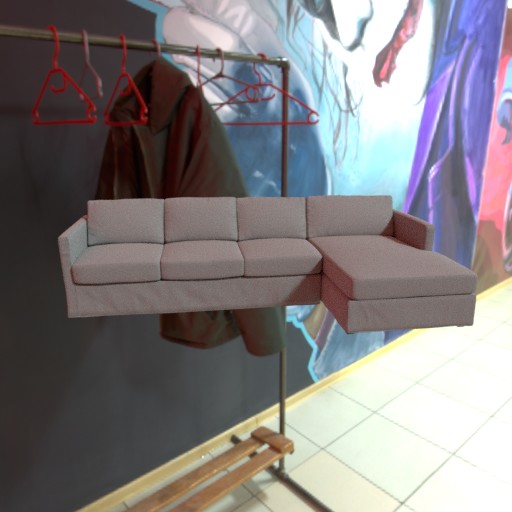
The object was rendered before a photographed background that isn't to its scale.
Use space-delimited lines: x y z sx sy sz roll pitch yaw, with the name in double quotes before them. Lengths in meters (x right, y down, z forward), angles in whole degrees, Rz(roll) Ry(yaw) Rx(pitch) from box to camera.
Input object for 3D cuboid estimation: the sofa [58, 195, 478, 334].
"sofa" 0.000 0.000 3.854 3.177 0.867 1.622 -2 16 -8
